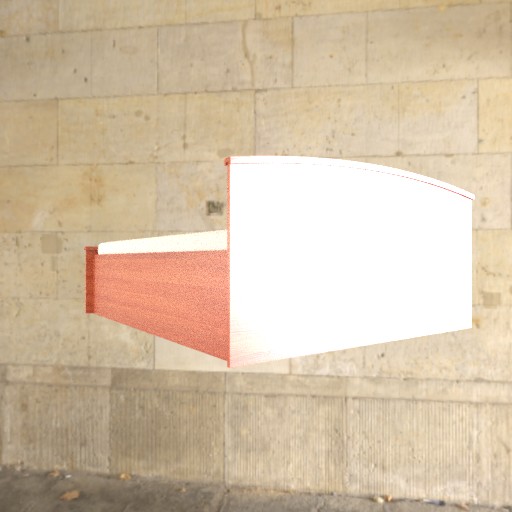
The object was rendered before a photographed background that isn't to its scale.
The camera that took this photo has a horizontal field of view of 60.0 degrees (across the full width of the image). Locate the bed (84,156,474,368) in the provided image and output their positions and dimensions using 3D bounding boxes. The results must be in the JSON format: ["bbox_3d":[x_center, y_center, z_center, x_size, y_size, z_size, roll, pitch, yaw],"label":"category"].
[{"bbox_3d":[0.000,0.000,2.948,1.683,0.848,2.053,0,-1,-35],"label":"bed"}]
